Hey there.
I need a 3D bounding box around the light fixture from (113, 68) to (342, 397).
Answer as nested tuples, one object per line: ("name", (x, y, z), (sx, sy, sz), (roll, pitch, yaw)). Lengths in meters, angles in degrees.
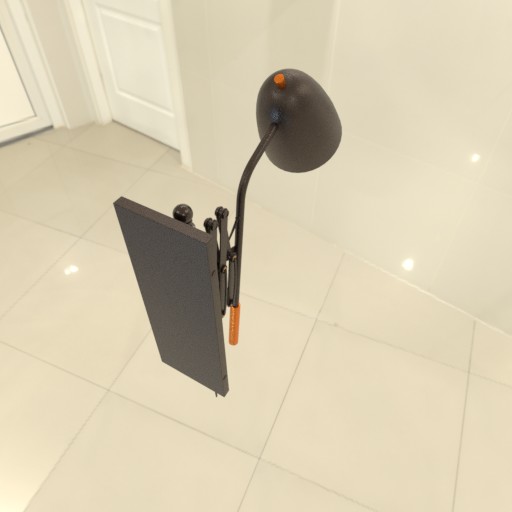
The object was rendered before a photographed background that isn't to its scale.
("light fixture", (0.000, 0.000, 0.930), (0.162, 0.715, 0.499), (23, 51, 20))
